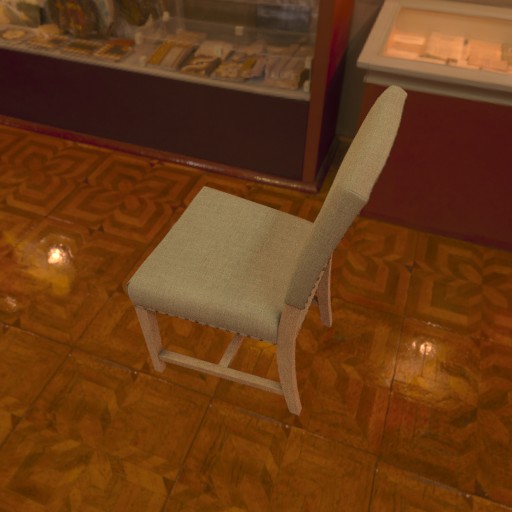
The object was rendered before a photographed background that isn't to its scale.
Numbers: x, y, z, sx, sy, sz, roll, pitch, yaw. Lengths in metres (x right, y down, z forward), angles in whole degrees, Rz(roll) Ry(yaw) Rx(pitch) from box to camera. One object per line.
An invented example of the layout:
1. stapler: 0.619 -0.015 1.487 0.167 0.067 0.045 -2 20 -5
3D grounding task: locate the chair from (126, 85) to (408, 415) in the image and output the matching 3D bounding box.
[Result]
1. chair: 0.000 0.000 1.348 0.622 0.986 0.508 17 49 15
